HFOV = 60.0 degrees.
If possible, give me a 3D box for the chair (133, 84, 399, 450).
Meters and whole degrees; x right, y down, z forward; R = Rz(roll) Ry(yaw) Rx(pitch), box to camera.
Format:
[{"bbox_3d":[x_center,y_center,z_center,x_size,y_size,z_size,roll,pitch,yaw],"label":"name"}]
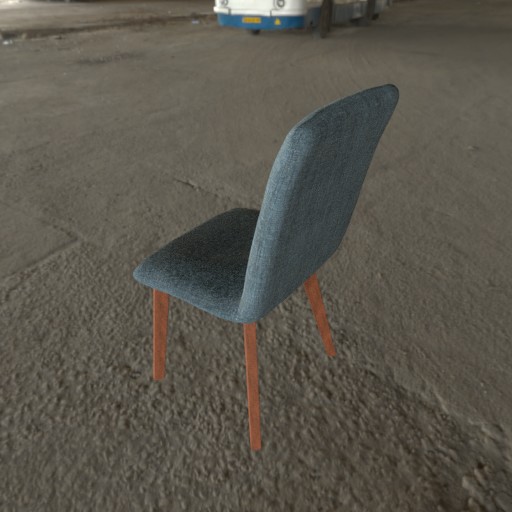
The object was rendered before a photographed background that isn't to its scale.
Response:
[{"bbox_3d":[0.000,0.000,1.318,0.563,0.974,0.522,22,39,30],"label":"chair"}]
